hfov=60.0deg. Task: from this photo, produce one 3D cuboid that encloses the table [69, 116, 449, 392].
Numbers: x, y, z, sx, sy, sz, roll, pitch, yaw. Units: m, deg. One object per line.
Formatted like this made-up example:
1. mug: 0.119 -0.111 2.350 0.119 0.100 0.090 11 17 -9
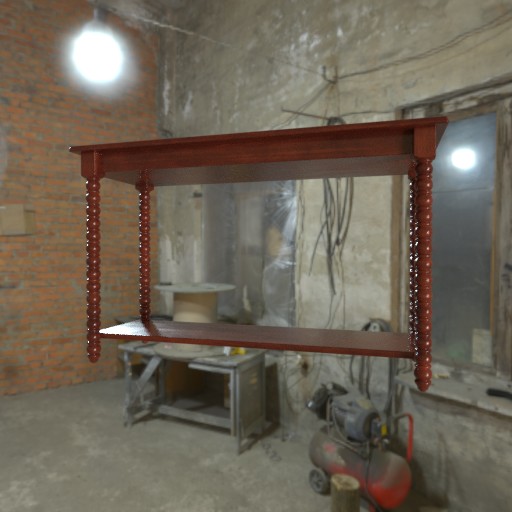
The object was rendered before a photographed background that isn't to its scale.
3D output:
1. table: 0.000 0.000 1.540 1.184 0.740 0.459 0 1 17
